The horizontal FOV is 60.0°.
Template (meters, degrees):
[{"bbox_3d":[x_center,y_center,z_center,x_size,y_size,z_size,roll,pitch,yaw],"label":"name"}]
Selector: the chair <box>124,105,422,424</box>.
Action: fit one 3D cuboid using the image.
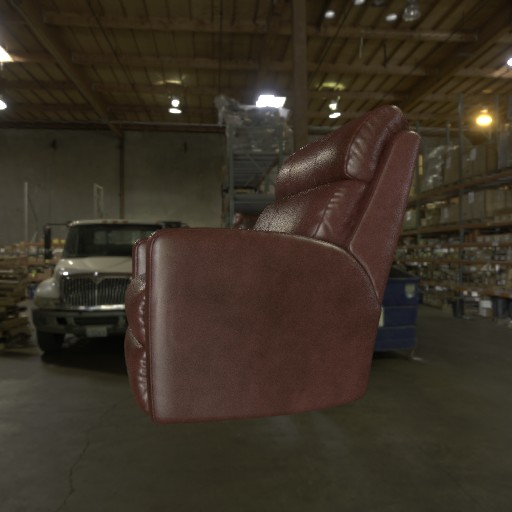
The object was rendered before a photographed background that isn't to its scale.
[{"bbox_3d":[0.000,0.000,1.662,0.939,1.016,0.787,0,0,-19],"label":"chair"}]
